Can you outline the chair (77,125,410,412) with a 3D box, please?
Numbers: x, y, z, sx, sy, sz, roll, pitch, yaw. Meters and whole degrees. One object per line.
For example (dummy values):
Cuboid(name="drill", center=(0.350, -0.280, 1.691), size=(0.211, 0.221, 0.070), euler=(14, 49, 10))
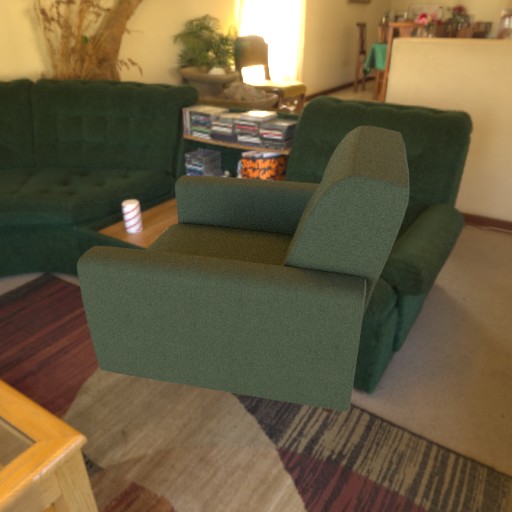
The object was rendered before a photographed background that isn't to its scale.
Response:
Cuboid(name="chair", center=(0.000, 0.000, 1.575), size=(0.909, 0.841, 0.831), euler=(7, 29, 13))
